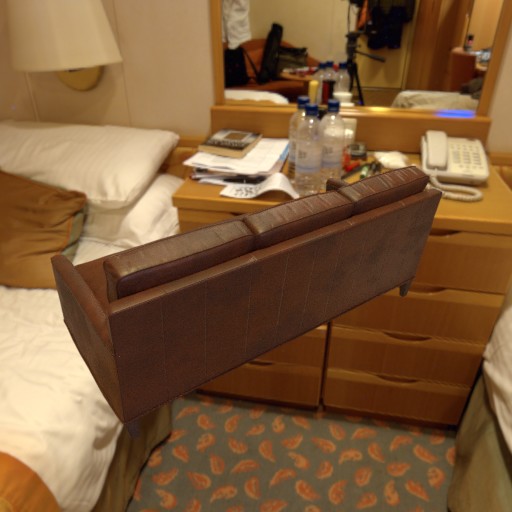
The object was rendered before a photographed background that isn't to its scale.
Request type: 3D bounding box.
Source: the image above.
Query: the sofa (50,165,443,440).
[{"bbox_3d":[0.000,0.000,2.805,2.240,1.003,1.084,-20,36,-30],"label":"sofa"}]
